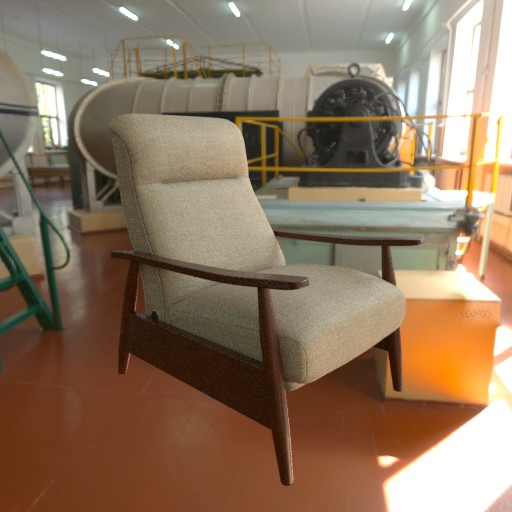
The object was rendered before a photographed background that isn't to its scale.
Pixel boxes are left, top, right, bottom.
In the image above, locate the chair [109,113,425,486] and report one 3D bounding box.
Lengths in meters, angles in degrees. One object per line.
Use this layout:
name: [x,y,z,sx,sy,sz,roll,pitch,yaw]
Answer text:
chair: [0.000,0.000,1.730,1.014,1.082,0.762,13,19,42]
